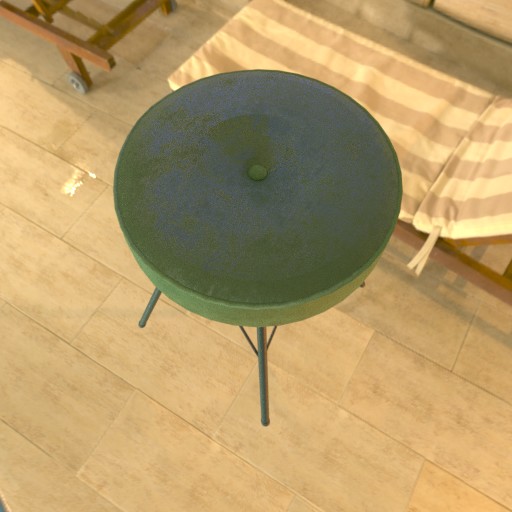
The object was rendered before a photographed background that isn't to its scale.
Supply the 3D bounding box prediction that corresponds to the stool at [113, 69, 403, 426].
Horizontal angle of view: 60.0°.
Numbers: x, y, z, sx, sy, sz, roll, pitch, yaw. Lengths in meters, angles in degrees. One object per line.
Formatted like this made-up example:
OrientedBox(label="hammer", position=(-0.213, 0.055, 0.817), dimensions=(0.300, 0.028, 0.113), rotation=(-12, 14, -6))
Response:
OrientedBox(label="stool", position=(0.000, 0.000, 0.904), dimensions=(0.430, 0.595, 0.457), rotation=(34, 69, 15))
